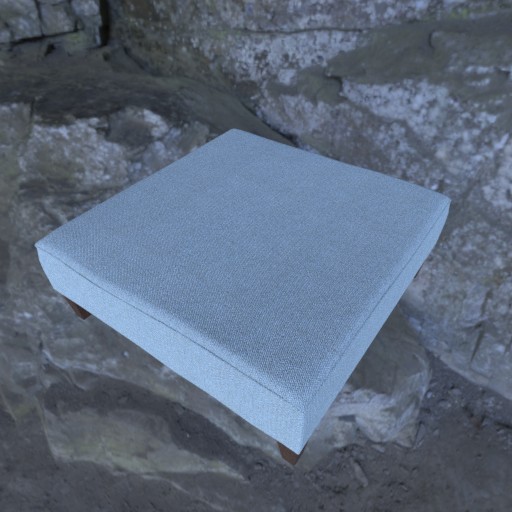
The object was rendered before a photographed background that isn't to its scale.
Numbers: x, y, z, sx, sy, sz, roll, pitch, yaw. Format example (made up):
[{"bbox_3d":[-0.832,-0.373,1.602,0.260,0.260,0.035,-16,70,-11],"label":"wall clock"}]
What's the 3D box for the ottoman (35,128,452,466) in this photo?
[{"bbox_3d":[0.000,0.000,1.538,0.968,0.379,1.004,25,47,26],"label":"ottoman"}]
